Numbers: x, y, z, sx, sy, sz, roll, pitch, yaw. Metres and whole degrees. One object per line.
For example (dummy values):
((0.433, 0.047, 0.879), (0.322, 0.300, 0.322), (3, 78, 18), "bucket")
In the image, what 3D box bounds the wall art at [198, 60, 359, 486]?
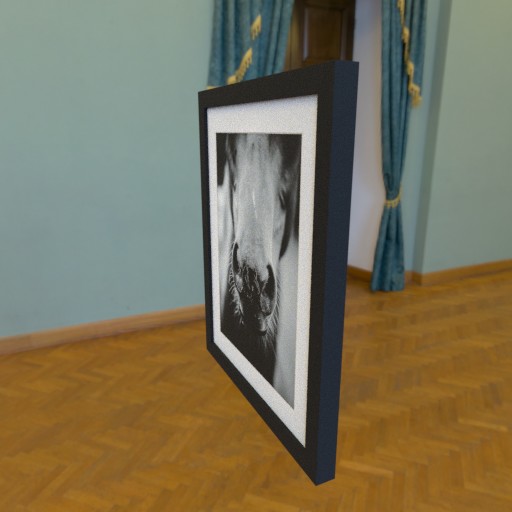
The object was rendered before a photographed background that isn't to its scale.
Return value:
((0.000, 0.000, 0.757), (0.033, 0.559, 0.457), (-8, 17, -25), "wall art")
